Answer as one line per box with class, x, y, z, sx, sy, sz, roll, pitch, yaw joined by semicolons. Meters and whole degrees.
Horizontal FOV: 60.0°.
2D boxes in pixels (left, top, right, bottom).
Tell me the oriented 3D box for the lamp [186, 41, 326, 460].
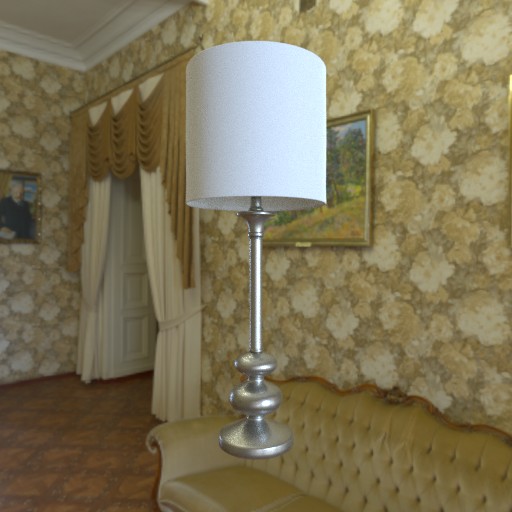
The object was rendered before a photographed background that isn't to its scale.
lamp;0.000;0.000;0.813;0.254;0.690;0.254;0;0;0
